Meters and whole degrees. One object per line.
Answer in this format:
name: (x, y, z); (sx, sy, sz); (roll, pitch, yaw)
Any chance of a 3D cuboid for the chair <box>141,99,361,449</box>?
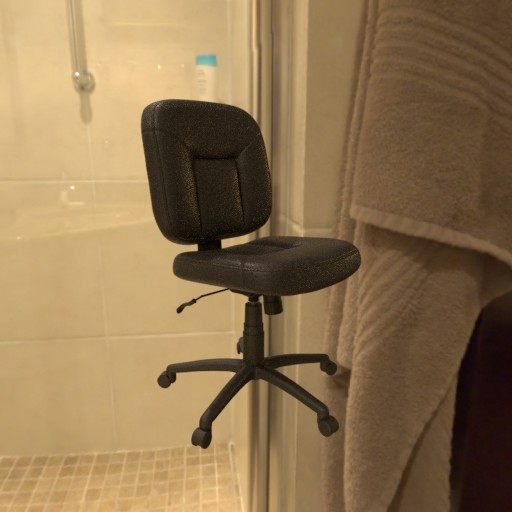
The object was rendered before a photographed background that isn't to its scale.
chair: (0.000, 0.000, 1.383); (0.647, 0.959, 0.646); (-13, 18, -43)
